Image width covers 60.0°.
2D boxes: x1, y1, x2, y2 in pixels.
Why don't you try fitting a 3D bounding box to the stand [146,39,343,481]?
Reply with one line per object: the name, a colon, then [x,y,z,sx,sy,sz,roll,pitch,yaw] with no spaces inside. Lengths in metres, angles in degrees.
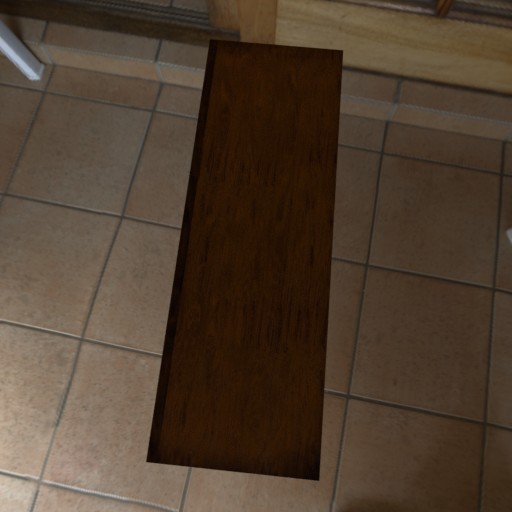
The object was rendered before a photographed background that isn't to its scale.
stand: [0.000,0.000,1.663,0.481,0.610,1.372,5,75,1]
